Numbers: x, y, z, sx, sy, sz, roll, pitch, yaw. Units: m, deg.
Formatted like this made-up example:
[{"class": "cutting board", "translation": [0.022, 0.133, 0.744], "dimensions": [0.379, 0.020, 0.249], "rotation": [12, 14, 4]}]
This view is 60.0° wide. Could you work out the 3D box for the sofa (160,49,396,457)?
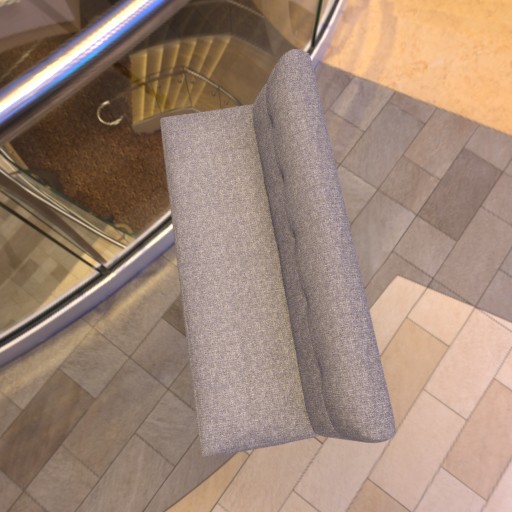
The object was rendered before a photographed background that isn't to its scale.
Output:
[{"class": "sofa", "translation": [0.000, 0.000, 2.249], "dimensions": [0.820, 0.770, 1.820], "rotation": [-9, 75, -2]}]
